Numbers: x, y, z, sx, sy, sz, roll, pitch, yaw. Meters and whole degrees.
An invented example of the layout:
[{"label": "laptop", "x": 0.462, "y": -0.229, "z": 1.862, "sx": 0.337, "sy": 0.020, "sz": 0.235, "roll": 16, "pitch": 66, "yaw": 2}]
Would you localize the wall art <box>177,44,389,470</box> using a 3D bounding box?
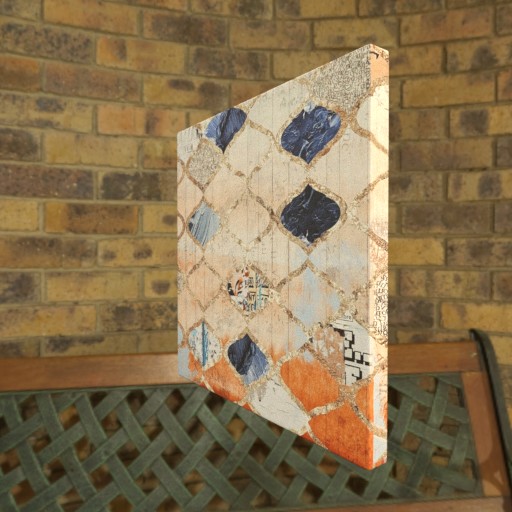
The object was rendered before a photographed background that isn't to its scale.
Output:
[{"label": "wall art", "x": 0.000, "y": 0.000, "z": 0.738, "sx": 0.038, "sy": 0.508, "sz": 0.507, "roll": -1, "pitch": 1, "yaw": -36}]
